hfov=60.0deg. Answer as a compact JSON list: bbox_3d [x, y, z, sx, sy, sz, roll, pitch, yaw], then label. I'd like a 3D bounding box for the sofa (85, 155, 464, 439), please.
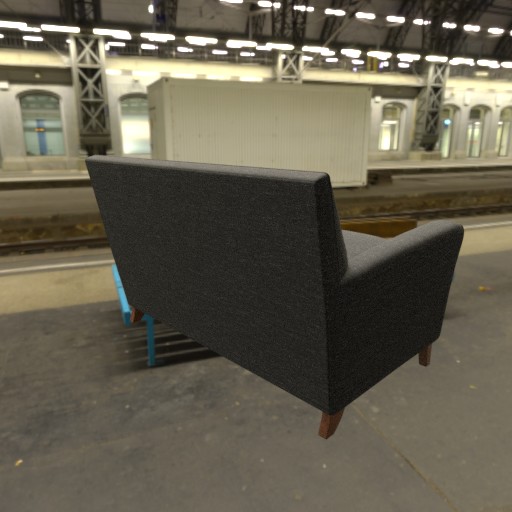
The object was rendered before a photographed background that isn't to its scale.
[{"bbox_3d":[0.000,0.000,1.941,0.875,0.846,1.420,-14,21,-42],"label":"sofa"}]
